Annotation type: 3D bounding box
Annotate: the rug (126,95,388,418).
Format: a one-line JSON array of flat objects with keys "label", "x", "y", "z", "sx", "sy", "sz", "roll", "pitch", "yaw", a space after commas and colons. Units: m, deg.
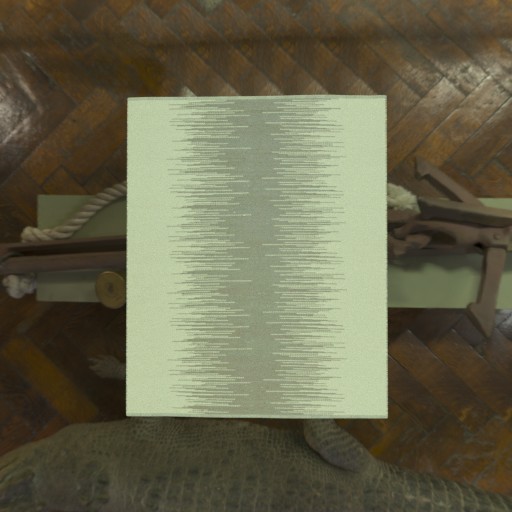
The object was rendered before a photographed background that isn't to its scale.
[{"label": "rug", "x": 0.000, "y": 0.000, "z": 4.175, "sx": 2.453, "sy": 0.010, "sz": 3.037, "roll": 0, "pitch": 89, "yaw": 1}]
